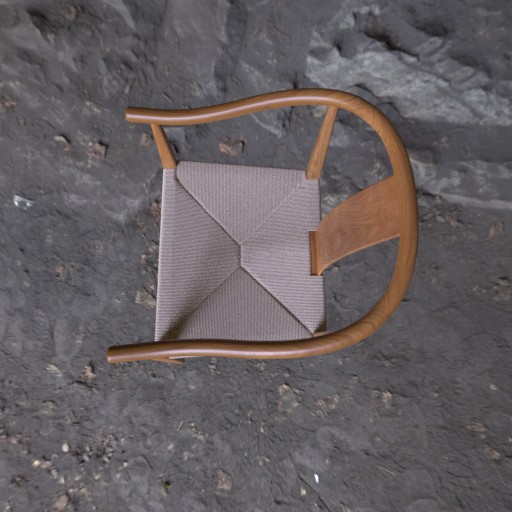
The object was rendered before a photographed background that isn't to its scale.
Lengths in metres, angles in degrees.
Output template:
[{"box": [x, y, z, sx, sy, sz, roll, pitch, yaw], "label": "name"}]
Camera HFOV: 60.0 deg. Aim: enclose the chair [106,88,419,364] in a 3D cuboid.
[{"box": [0.000, 0.000, 1.170, 0.579, 0.800, 0.556, 0, 75, 0], "label": "chair"}]
